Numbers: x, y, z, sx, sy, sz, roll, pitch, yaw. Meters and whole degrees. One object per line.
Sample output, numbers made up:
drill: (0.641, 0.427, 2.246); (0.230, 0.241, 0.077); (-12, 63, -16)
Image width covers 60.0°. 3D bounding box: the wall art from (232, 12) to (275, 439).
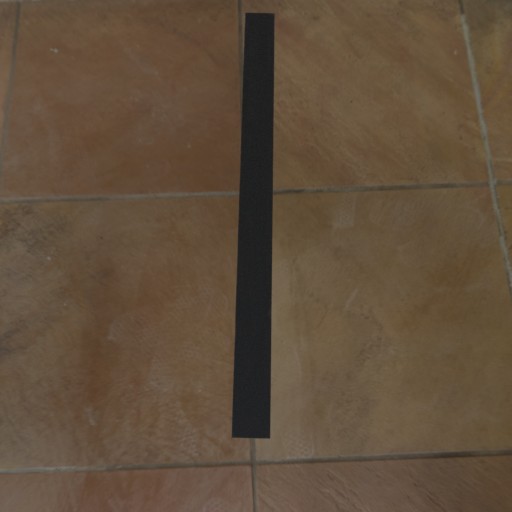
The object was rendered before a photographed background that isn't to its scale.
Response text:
wall art: (0.000, 0.000, 0.746); (0.038, 0.508, 0.508); (1, 75, 0)
